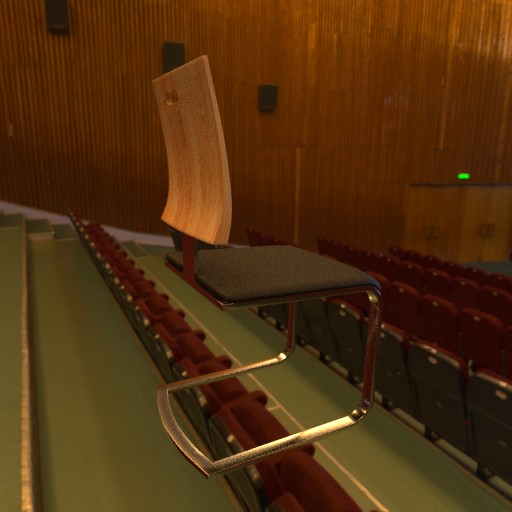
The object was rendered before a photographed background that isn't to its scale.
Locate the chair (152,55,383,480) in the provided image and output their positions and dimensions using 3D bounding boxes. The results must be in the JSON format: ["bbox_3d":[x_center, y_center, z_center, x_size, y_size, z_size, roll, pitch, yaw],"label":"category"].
[{"bbox_3d":[0.000,0.000,1.233,0.560,0.936,0.462,-7,15,-27],"label":"chair"}]
